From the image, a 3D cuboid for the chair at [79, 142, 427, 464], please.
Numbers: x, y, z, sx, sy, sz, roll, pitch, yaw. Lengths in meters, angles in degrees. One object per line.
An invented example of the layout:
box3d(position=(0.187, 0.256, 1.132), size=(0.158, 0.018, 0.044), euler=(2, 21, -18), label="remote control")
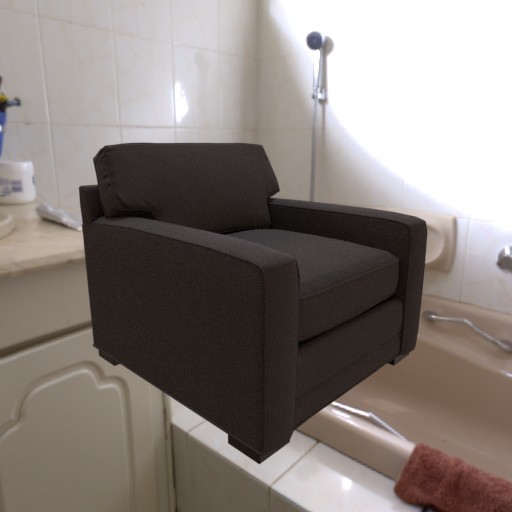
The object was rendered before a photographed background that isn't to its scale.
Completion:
box3d(position=(0.000, 0.000, 1.840), size=(1.043, 0.913, 0.997), euler=(13, 20, 42), label="chair")
